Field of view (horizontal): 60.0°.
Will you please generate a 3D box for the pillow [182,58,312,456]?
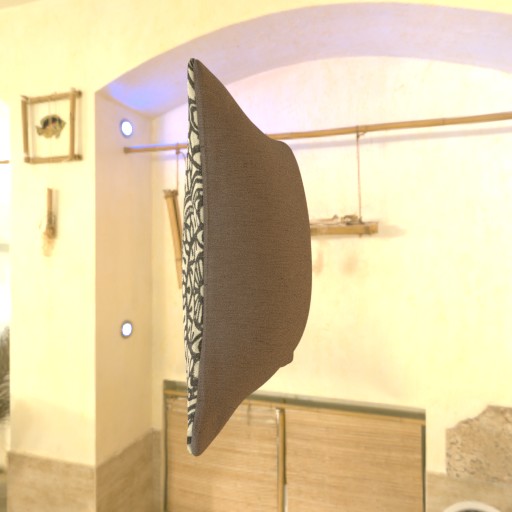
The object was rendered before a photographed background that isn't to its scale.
[{"bbox_3d":[0.000,0.000,0.660,0.148,0.417,0.436,0,0,18],"label":"pillow"}]
